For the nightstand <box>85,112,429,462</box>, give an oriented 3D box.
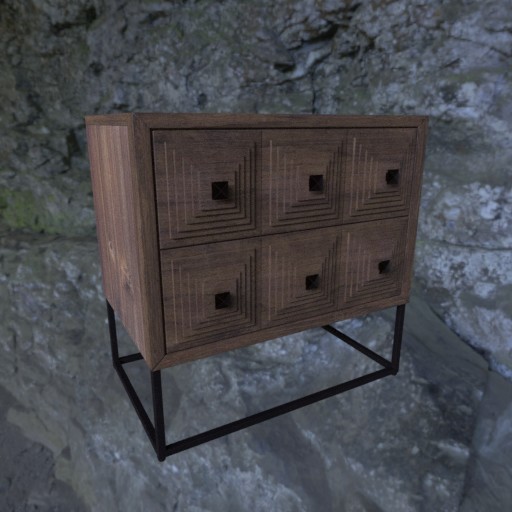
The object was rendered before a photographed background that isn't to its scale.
[{"bbox_3d":[0.000,0.000,1.009,0.610,0.610,0.437,-9,19,-28],"label":"nightstand"}]
